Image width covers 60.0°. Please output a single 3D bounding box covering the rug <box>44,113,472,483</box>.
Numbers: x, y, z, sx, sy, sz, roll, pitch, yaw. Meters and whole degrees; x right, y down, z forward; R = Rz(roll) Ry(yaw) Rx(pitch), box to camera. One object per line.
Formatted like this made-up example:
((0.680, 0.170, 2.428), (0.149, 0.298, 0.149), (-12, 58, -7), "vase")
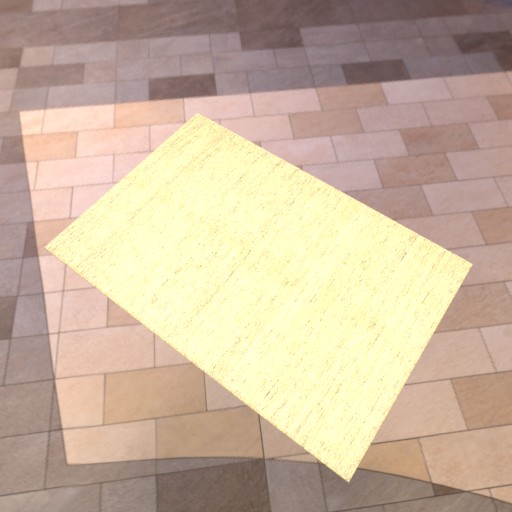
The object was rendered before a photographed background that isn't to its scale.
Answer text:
((0.000, 0.000, 2.305), (1.850, 0.015, 1.250), (33, 65, 17), "rug")
